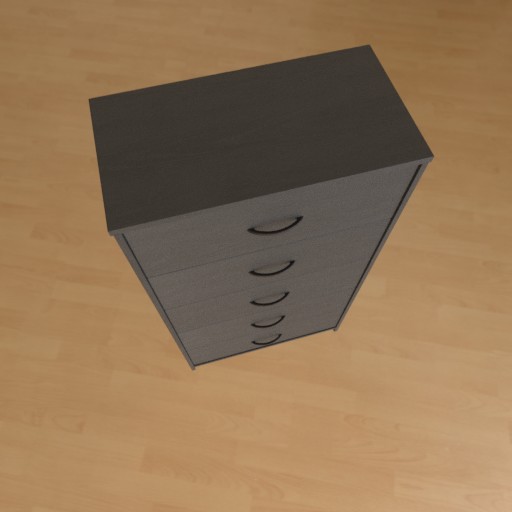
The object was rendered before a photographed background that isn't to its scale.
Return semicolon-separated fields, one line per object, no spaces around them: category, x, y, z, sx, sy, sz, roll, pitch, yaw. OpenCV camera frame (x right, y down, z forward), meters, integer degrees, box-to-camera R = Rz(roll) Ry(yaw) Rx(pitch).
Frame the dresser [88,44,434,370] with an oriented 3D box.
dresser;0.000;0.000;1.551;0.704;1.255;0.399;-14;64;-7
